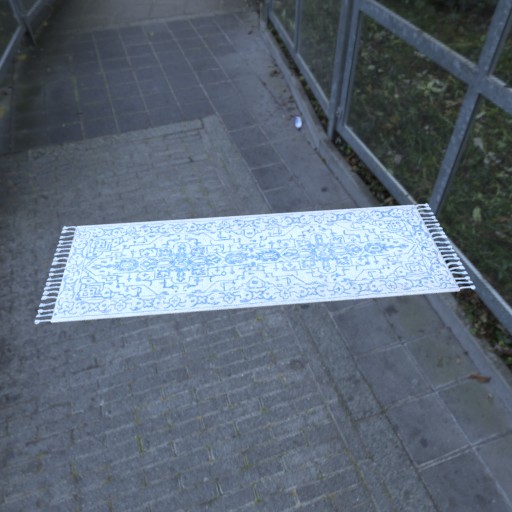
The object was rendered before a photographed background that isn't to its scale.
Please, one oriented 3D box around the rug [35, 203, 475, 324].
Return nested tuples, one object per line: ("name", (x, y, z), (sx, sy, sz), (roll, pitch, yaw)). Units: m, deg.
("rug", (0.000, 0.000, 2.699), (2.449, 0.011, 0.774), (-4, 46, -4))
